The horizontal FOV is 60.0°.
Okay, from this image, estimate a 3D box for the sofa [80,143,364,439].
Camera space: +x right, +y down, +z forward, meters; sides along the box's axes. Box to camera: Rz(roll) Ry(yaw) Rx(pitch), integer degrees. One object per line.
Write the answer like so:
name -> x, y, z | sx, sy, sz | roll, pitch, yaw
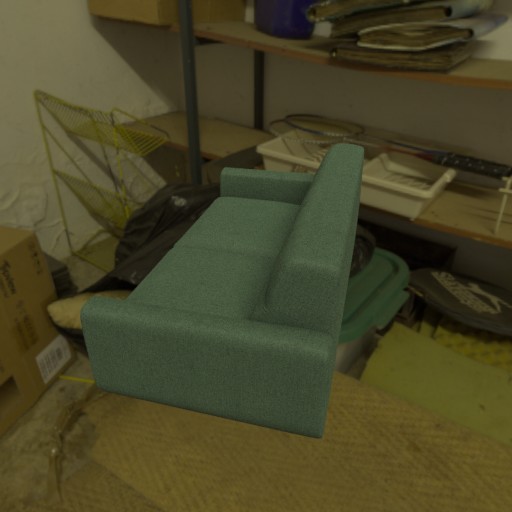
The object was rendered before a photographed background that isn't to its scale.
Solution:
sofa -> 0.000, 0.000, 2.202 | 0.909, 0.841, 1.631 | 8, 31, 13
